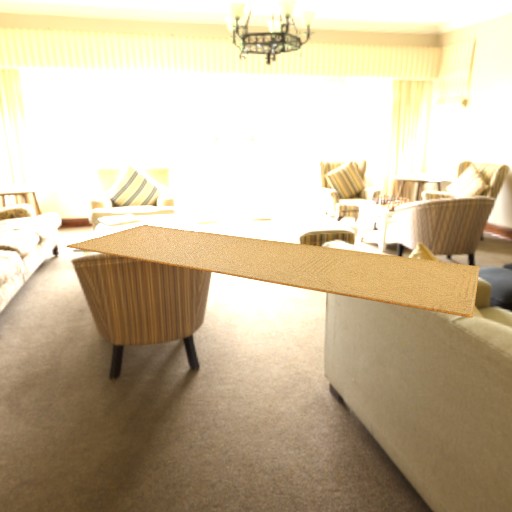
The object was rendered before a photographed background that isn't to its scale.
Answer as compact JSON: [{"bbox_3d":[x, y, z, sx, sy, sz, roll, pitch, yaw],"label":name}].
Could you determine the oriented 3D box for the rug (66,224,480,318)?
[{"bbox_3d":[0.000,0.000,2.727,2.452,0.012,0.775,8,18,27],"label":"rug"}]
